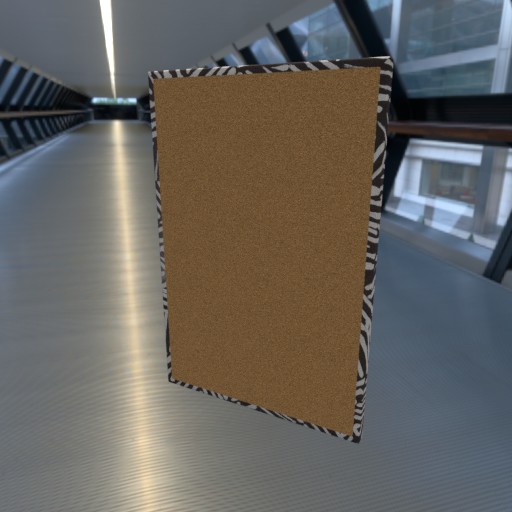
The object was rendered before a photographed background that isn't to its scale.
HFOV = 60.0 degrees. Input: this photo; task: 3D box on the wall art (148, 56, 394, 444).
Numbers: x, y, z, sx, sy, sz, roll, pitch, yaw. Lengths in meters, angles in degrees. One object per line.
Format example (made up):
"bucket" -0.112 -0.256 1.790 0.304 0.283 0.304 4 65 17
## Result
"wall art" 0.000 0.000 1.156 0.615 0.918 0.035 9 19 26
